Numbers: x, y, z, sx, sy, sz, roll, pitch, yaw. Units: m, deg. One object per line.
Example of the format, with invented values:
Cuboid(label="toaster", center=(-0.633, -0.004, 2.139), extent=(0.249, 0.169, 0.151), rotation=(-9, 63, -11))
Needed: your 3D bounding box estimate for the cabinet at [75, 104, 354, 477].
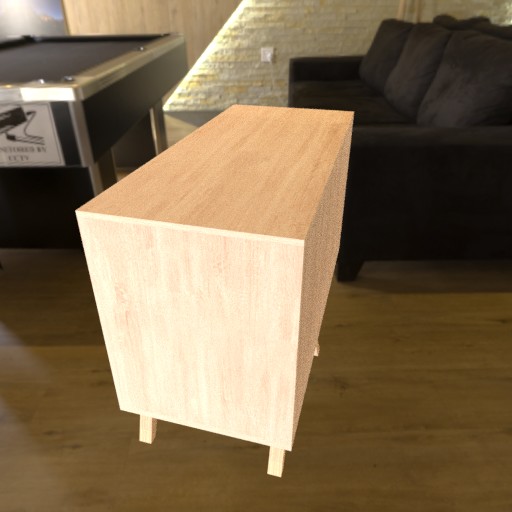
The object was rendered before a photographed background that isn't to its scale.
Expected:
Cuboid(label="cabinet", center=(0.000, 0.000, 1.557), extent=(0.500, 0.780, 1.110), rotation=(8, 32, 13))
